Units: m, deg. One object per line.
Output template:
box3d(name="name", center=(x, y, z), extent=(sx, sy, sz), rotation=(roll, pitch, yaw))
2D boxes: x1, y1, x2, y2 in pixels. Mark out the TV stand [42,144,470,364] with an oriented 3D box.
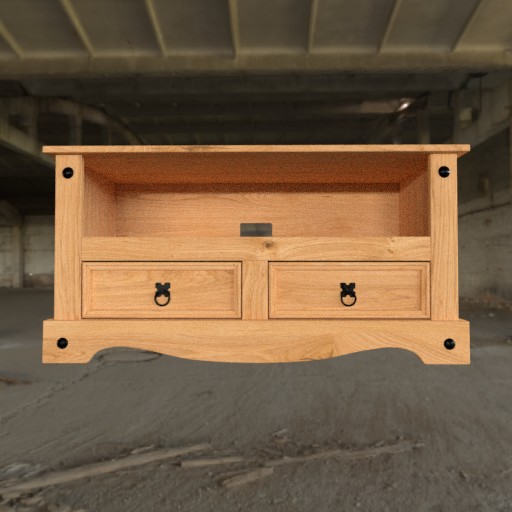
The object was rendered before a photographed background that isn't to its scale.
box3d(name="TV stand", center=(0.000, 0.000, 1.326), extent=(1.080, 0.550, 0.440), rotation=(0, -1, 1))
